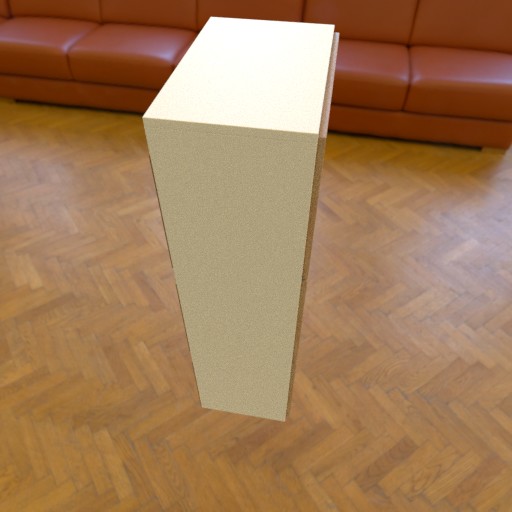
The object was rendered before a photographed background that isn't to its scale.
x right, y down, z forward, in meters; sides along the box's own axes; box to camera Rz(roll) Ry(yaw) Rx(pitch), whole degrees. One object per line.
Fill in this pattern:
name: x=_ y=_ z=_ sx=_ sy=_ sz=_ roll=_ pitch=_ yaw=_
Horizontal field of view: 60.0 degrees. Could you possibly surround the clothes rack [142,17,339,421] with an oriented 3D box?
clothes rack: x=0.000 y=0.000 z=1.368 sx=0.331 sy=1.187 sz=0.500 roll=7 pitch=47 yaw=7
